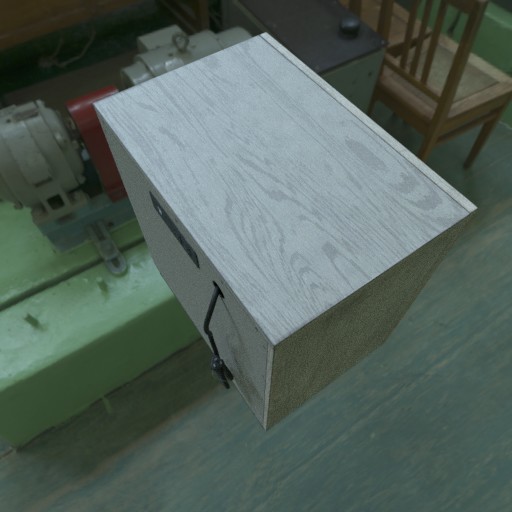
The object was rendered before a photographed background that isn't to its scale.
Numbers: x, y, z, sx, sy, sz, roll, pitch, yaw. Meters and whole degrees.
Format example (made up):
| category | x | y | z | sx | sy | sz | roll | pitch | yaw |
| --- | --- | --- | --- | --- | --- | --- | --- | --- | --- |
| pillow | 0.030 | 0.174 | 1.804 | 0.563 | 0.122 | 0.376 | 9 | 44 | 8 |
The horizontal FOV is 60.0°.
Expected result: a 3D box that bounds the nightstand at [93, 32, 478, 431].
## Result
| category | x | y | z | sx | sy | sz | roll | pitch | yaw |
| --- | --- | --- | --- | --- | --- | --- | --- | --- | --- |
| nightstand | 0.000 | 0.000 | 1.084 | 0.483 | 0.673 | 0.612 | -31 | 63 | -17 |
